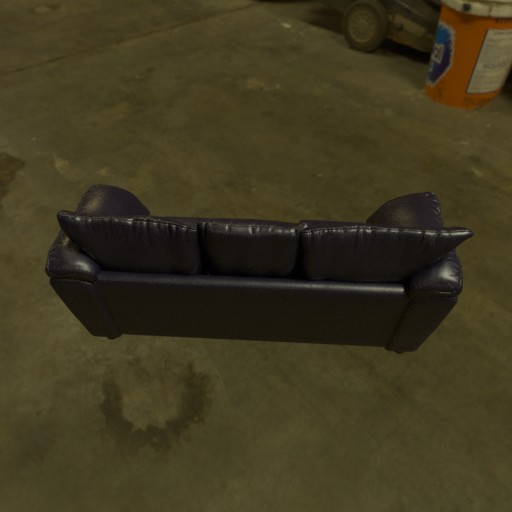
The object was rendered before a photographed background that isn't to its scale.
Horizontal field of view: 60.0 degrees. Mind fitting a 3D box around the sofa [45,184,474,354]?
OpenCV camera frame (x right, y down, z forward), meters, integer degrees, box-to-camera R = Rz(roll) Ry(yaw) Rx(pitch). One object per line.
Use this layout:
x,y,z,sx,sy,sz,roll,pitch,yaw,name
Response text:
0.000,0.000,2.811,2.336,1.073,0.880,2,45,2,sofa
